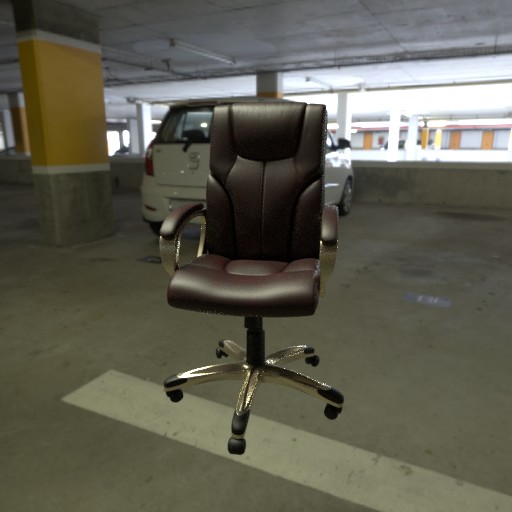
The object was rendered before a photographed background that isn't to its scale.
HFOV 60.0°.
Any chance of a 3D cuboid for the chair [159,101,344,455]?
[{"bbox_3d":[0.000,0.000,1.590,0.662,1.107,0.739,2,14,10],"label":"chair"}]
